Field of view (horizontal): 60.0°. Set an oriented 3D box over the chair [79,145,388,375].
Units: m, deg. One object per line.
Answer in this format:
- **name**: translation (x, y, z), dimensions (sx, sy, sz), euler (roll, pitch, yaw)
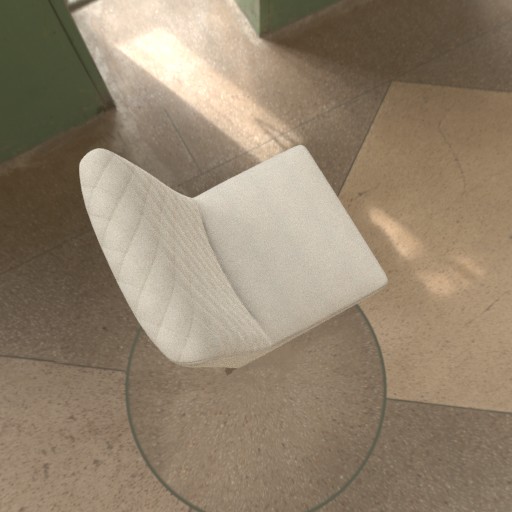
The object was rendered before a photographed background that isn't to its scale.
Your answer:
- **chair**: translation (0.000, 0.000, 1.263), dimensions (0.597, 0.933, 0.503), euler (-27, 76, -7)
